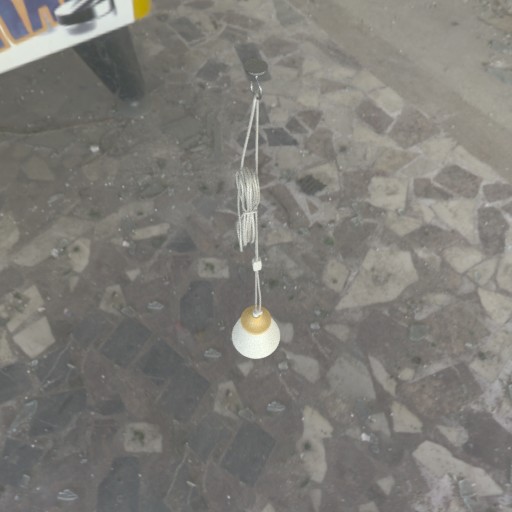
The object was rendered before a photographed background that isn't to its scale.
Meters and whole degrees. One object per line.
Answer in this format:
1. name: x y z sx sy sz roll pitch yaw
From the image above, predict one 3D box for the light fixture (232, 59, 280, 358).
1. light fixture: 0.000 0.000 1.002 0.153 0.966 0.153 2 58 1
